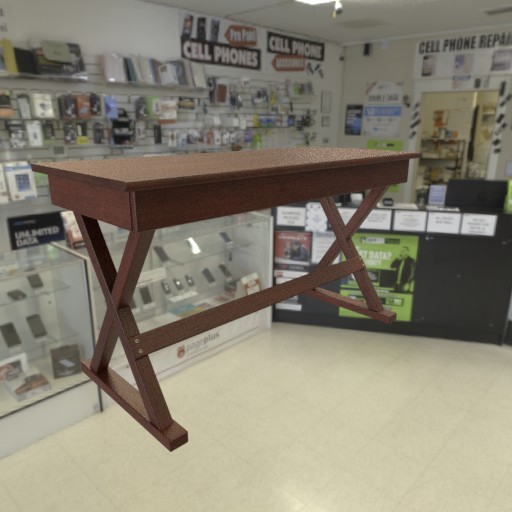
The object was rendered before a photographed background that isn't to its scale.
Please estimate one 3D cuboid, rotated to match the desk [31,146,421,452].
[{"bbox_3d":[0.000,0.000,1.740,1.372,0.761,0.600,-16,23,-42],"label":"desk"}]
